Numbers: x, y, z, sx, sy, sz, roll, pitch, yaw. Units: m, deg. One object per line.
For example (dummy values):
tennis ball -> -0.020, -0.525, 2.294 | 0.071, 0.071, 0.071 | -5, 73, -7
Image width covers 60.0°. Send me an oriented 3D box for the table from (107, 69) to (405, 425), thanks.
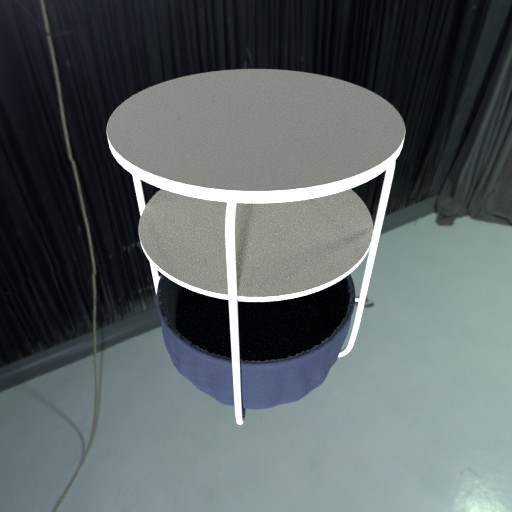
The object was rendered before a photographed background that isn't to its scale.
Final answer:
table -> 0.000, 0.000, 0.812 | 0.418, 0.532, 0.418 | -25, 46, -27
